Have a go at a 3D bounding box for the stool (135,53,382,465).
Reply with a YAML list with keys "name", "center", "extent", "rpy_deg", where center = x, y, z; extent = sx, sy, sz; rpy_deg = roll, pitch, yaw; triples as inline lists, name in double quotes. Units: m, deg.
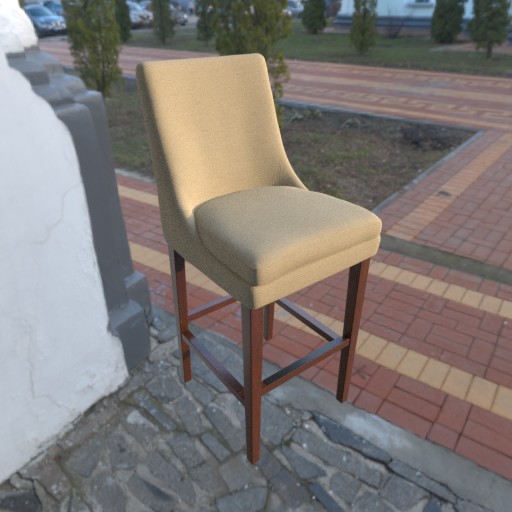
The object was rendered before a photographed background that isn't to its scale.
- name: "stool"
  center: [0.000, 0.000, 1.357]
  extent: [0.470, 1.078, 0.577]
  rpy_deg: [-21, 36, -32]
